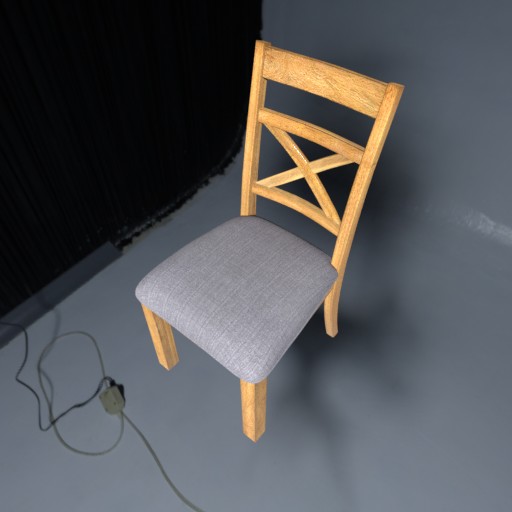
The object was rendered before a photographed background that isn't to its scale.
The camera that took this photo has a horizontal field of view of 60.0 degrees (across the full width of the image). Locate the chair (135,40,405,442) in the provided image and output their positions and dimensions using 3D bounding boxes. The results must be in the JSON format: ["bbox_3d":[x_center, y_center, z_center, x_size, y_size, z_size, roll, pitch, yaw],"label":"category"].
[{"bbox_3d":[0.000,0.000,1.273,0.470,0.949,0.581,31,54,26],"label":"chair"}]
